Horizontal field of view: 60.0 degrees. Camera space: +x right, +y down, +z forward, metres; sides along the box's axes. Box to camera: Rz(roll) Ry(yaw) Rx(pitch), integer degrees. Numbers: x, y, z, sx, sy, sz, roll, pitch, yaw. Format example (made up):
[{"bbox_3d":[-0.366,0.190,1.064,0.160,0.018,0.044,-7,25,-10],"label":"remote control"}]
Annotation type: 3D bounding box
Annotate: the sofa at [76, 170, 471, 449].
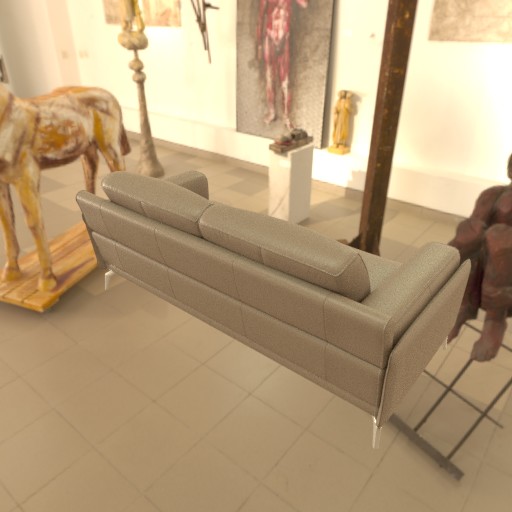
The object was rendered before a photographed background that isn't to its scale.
[{"bbox_3d":[0.000,0.000,2.568,2.101,0.930,1.049,22,36,33],"label":"sofa"}]
